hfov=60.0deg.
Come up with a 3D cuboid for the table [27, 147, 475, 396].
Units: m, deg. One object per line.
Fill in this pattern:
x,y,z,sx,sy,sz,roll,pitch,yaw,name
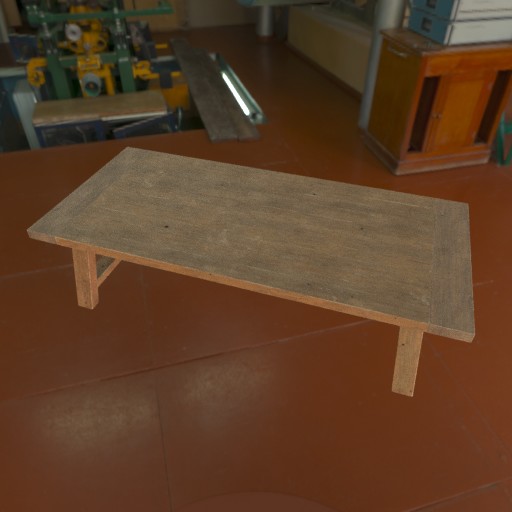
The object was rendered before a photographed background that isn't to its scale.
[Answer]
0.000,0.000,2.128,1.800,0.465,0.820,12,42,14,table
